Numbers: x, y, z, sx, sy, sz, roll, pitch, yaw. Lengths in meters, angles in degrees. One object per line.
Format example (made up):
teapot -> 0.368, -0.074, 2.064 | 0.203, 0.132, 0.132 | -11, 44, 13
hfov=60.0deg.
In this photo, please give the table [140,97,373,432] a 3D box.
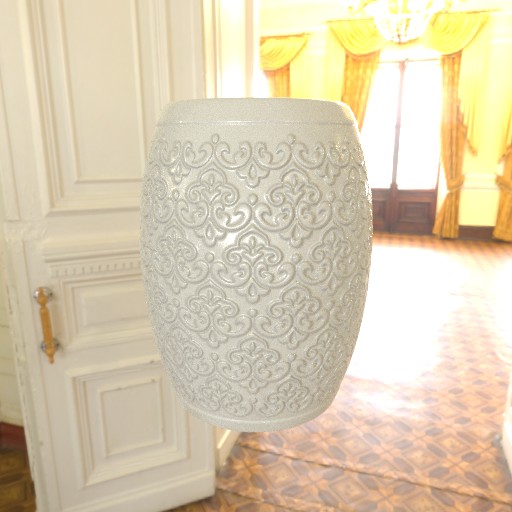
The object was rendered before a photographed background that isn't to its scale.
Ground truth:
table -> 0.000, 0.000, 0.612 | 0.309, 0.397, 0.309 | 0, 15, 0
